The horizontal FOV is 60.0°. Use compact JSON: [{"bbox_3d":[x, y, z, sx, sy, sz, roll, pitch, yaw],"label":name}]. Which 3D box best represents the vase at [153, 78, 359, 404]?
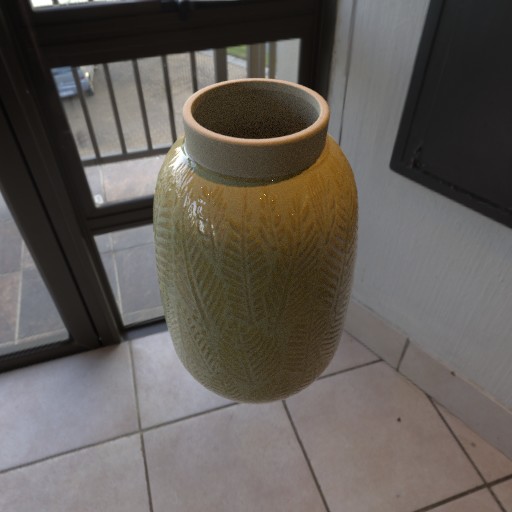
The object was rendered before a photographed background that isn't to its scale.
[{"bbox_3d":[0.000,0.000,0.383,0.172,0.270,0.172,0,44,0],"label":"vase"}]
